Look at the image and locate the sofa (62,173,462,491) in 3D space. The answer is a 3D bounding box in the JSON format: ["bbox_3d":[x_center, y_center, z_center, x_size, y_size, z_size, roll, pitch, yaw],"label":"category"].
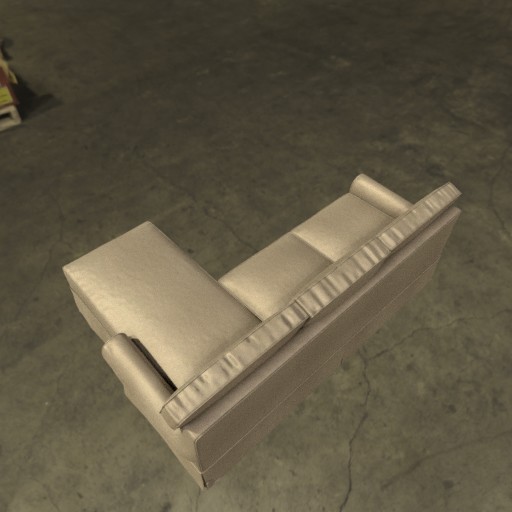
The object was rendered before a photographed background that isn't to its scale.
[{"bbox_3d":[0.000,0.000,3.215,2.475,0.978,1.733,-34,56,-27],"label":"sofa"}]
